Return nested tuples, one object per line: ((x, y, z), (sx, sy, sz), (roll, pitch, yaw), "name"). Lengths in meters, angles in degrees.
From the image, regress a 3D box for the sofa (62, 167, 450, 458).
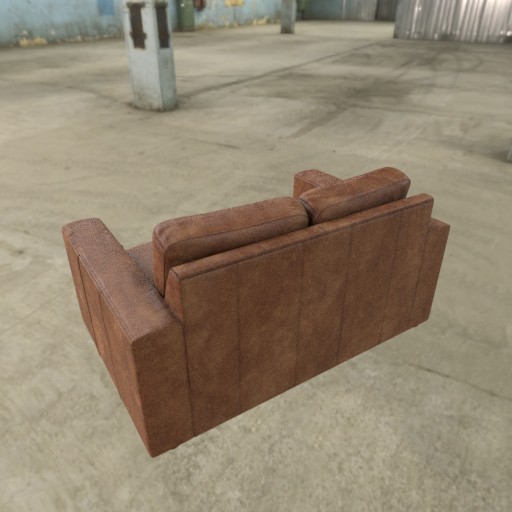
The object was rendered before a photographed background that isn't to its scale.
((0.000, 0.000, 2.248), (1.626, 0.889, 1.041), (-17, 34, -28), "sofa")
